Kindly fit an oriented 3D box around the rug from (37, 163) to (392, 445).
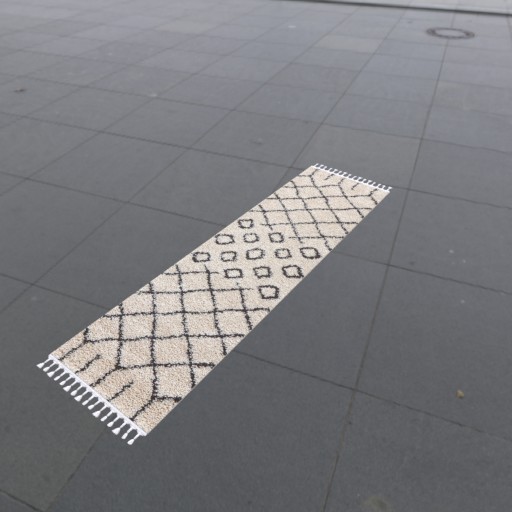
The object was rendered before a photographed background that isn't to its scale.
[{"bbox_3d":[0.000,0.000,2.626,0.660,0.005,2.464,25,45,28],"label":"rug"}]
